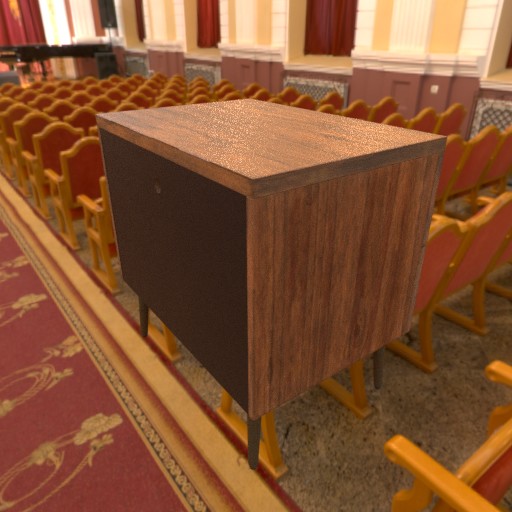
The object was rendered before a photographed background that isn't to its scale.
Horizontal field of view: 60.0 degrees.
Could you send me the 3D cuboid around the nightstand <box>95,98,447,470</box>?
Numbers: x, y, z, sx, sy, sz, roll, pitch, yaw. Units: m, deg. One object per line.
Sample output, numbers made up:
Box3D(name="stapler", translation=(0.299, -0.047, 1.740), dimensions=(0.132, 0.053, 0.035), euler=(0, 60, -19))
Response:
Box3D(name="nightstand", translation=(0.000, 0.000, 1.046), dimensions=(0.458, 0.610, 0.610), euler=(-18, 32, -32))
